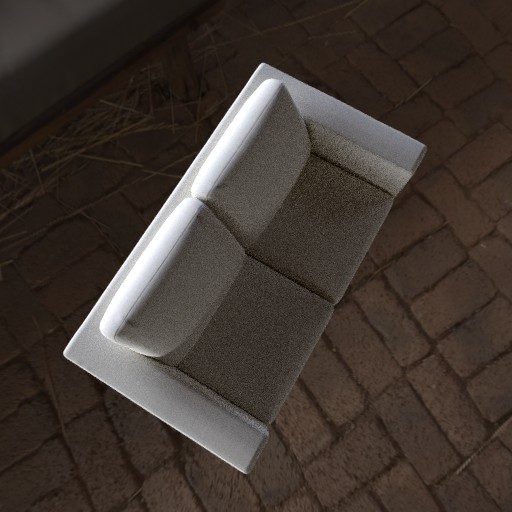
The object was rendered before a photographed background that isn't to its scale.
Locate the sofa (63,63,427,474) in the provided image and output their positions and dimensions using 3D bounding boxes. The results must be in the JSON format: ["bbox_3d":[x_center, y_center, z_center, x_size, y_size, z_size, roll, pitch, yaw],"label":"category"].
[{"bbox_3d":[0.000,0.000,2.333,1.009,0.932,1.813,30,78,7],"label":"sofa"}]
